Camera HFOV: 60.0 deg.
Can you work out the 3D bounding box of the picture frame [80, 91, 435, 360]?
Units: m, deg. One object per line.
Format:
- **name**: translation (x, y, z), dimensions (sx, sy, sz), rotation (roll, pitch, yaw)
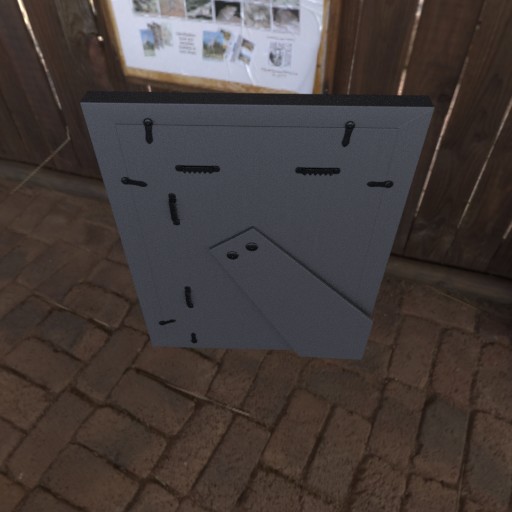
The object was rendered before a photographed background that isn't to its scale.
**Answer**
- **picture frame**: translation (0.000, 0.000, 0.523), dimensions (0.307, 0.383, 0.036), rotation (1, 45, 1)
